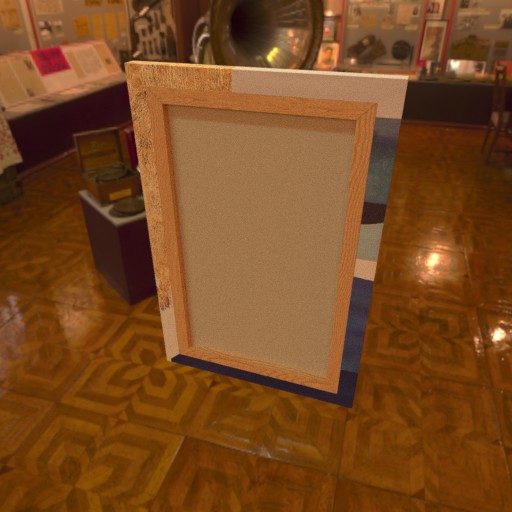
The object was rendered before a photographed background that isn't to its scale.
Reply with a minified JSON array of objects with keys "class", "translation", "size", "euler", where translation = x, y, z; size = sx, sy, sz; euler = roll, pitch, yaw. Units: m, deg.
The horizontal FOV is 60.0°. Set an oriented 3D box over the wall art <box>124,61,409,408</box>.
[{"class":"wall art","translation":[0.000,0.000,1.159],"size":[0.607,0.911,0.039],"euler":[10,33,16]}]
